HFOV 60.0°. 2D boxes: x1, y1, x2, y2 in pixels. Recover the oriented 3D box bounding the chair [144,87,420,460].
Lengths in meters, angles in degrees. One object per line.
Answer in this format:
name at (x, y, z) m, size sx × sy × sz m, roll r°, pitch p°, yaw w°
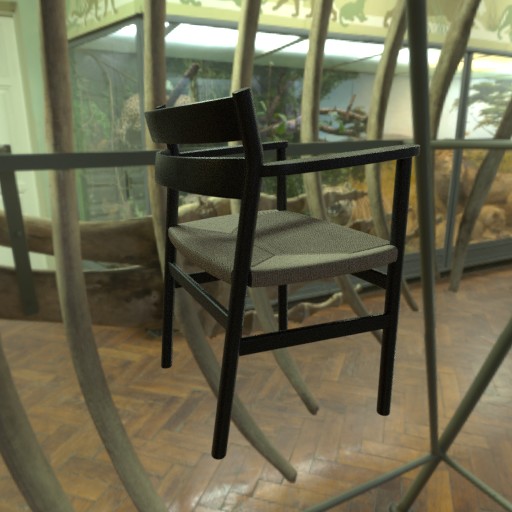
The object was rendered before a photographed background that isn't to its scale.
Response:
chair at (0.000, 0.000, 1.163) m, size 0.508 × 0.775 × 0.630 m, roll -8°, pitch 17°, yaw -25°
